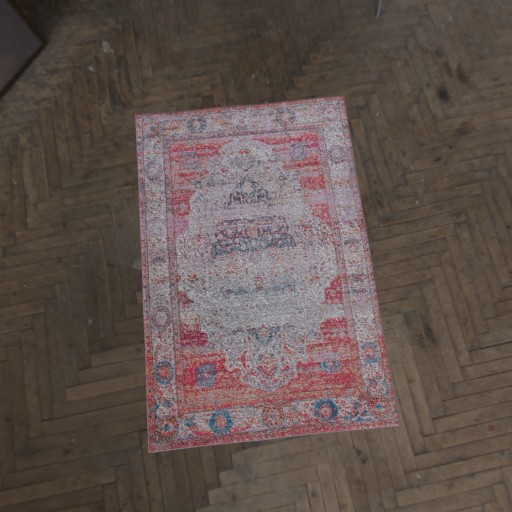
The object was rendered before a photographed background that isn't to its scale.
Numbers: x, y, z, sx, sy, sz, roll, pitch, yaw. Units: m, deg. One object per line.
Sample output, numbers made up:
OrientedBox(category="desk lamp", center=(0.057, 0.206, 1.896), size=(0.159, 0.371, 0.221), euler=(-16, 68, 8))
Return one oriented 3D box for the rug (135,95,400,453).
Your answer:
OrientedBox(category="rug", center=(0.000, 0.000, 2.357), size=(1.219, 0.006, 1.829), euler=(-6, 76, -1))
